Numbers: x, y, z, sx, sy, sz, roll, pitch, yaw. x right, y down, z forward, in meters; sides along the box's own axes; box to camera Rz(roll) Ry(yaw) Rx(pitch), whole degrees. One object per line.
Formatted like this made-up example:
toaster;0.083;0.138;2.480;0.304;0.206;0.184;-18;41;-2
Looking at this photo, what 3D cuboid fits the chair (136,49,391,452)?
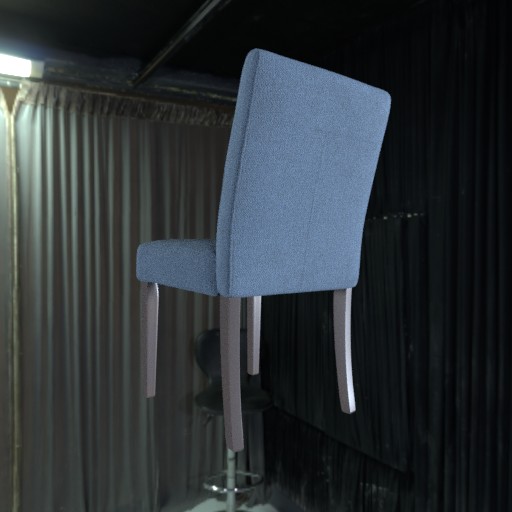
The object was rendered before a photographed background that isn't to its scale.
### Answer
chair;0.000;0.000;1.270;0.487;0.882;0.629;-1;1;-37
